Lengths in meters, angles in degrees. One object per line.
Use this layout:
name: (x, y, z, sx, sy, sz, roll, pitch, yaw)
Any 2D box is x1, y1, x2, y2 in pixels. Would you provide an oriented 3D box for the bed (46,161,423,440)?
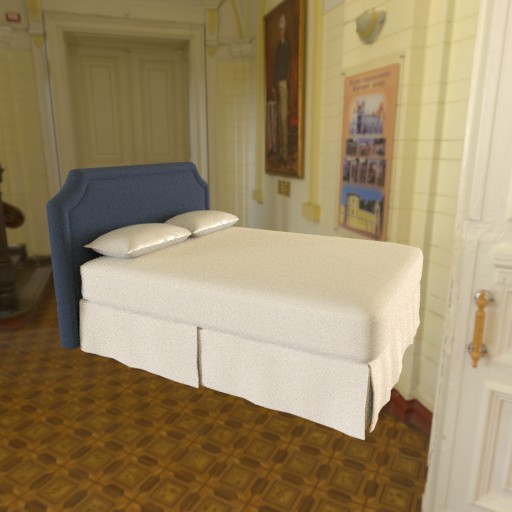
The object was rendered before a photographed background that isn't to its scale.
bed: (0.000, 0.000, 3.331, 2.260, 1.297, 1.831, 7, 16, 27)
